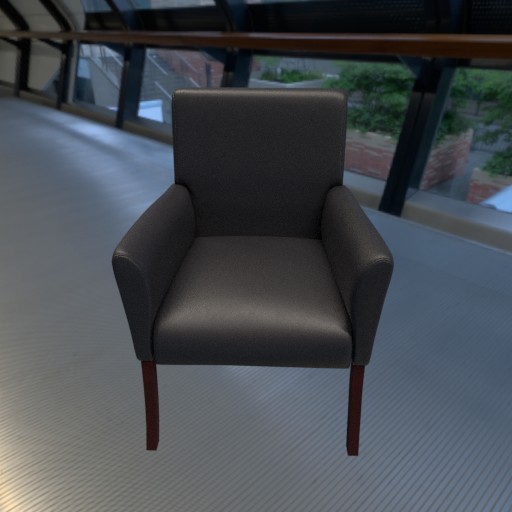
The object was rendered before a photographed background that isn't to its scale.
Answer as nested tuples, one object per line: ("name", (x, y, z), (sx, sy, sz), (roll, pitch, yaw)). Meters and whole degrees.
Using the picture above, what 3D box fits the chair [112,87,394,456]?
("chair", (0.000, 0.000, 1.466), (0.683, 0.951, 0.772), (1, 28, 2))
